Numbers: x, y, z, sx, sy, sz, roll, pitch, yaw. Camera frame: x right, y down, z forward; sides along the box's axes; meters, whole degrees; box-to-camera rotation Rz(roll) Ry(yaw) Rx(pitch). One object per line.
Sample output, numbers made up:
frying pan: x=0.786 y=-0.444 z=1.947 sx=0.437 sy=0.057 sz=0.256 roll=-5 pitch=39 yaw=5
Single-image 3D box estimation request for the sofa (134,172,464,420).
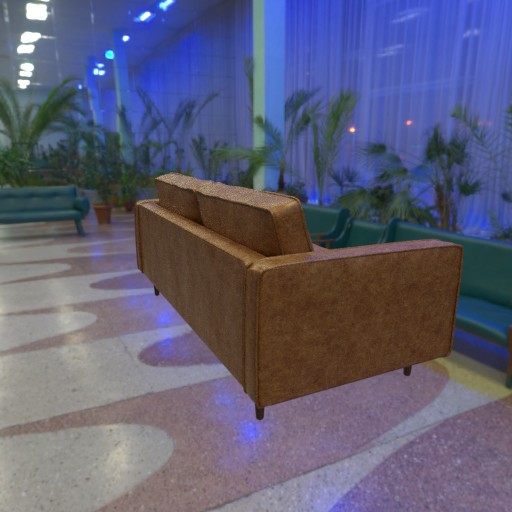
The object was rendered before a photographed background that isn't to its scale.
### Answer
sofa: x=0.000 y=0.000 z=2.408 sx=0.924 sy=0.825 sz=1.920 roll=-7 pitch=16 yaw=-25
